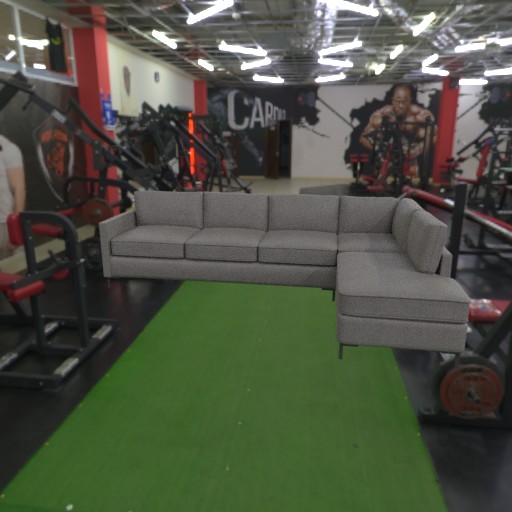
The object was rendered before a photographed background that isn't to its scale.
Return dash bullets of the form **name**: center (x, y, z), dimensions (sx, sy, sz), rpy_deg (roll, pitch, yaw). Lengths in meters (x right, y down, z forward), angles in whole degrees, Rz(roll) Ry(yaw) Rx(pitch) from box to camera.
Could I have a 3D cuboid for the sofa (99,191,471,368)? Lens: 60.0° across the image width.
- **sofa**: center (0.000, 0.000, 4.244), dimensions (3.331, 0.964, 2.077), rpy_deg (3, 16, 9)
